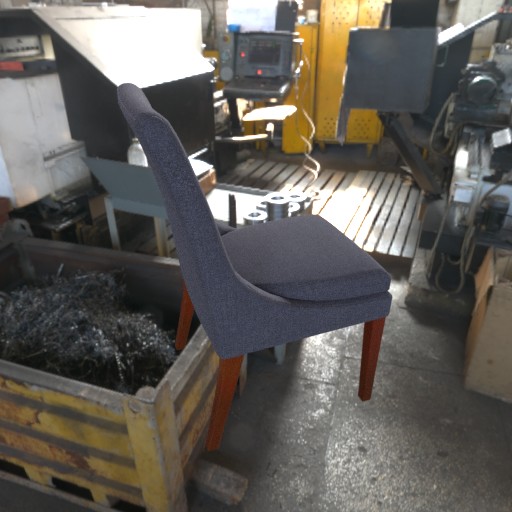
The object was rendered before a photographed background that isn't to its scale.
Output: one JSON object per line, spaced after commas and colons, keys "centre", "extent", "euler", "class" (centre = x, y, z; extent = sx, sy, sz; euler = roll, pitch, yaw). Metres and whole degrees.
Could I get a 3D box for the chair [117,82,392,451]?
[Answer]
{"centre": [0.000, 0.000, 1.326], "extent": [0.655, 0.952, 0.508], "euler": [-10, 31, -17], "class": "chair"}
